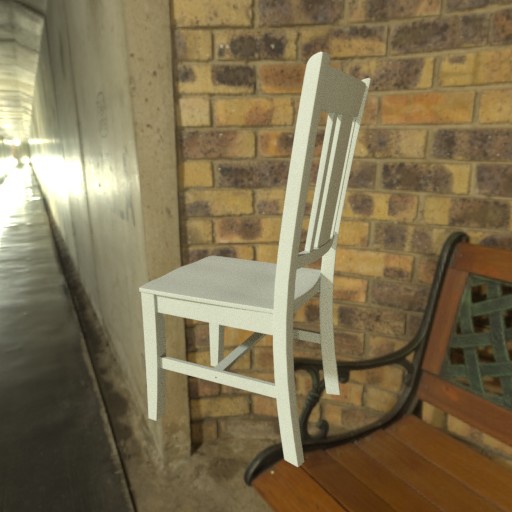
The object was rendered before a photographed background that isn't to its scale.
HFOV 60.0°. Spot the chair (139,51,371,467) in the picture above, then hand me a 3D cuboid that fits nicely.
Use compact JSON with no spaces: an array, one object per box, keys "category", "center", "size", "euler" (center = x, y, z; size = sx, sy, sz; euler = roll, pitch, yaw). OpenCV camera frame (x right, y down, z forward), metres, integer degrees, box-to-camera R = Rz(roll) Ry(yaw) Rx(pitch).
[{"category":"chair","center":[0.000,0.000,1.303],"size":[0.555,0.998,0.450],"euler":[7,16,25]}]
